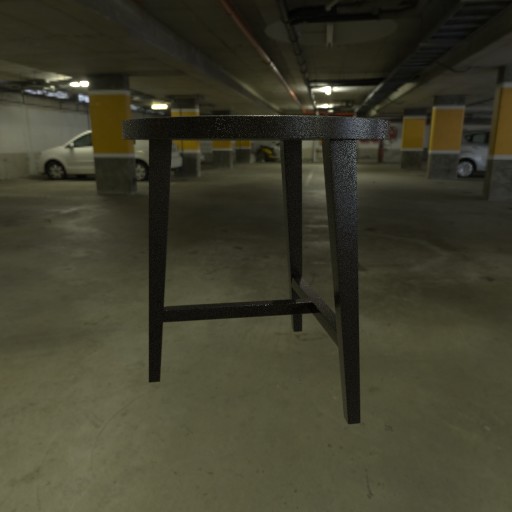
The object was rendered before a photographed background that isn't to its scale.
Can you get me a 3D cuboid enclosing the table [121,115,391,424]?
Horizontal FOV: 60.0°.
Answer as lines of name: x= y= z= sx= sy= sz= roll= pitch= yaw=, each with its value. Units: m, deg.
table: x=0.000 y=0.000 z=0.923 sx=0.500 sy=0.531 sz=0.500 roll=0 pitch=14 yaw=0
